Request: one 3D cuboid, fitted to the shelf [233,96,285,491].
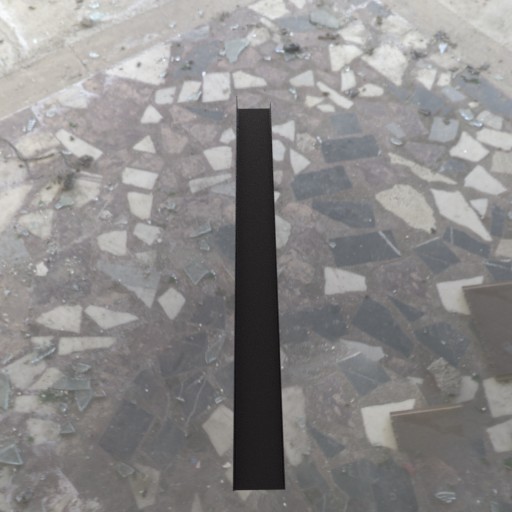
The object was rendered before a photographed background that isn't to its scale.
[{"bbox_3d":[0.000,0.000,0.988,0.092,0.049,0.924,-1,64,0],"label":"shelf"}]
